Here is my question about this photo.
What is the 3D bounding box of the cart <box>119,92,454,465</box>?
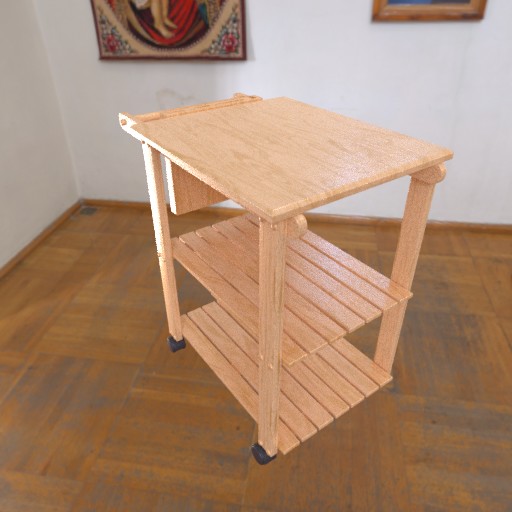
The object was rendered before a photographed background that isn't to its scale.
[{"bbox_3d":[0.000,0.000,1.367,0.520,0.816,0.843,-22,39,-29],"label":"cart"}]
